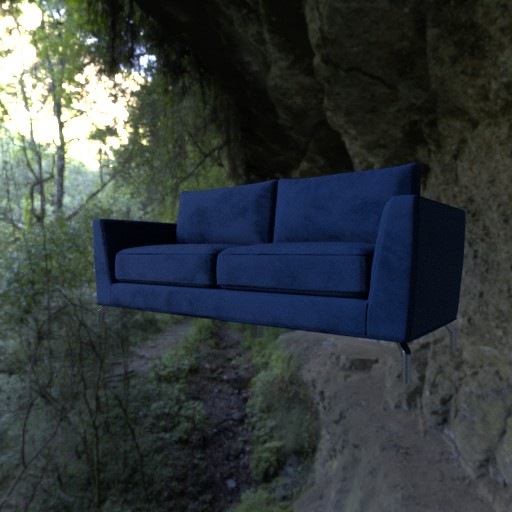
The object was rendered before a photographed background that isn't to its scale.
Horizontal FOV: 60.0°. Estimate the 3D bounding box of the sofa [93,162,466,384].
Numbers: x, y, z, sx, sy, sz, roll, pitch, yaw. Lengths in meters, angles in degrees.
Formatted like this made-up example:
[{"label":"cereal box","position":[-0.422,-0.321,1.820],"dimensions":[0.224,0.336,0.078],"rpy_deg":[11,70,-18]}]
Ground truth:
[{"label":"sofa","position":[0.000,0.000,2.716],"dimensions":[2.212,0.998,0.853],"rpy_deg":[0,1,37]}]
